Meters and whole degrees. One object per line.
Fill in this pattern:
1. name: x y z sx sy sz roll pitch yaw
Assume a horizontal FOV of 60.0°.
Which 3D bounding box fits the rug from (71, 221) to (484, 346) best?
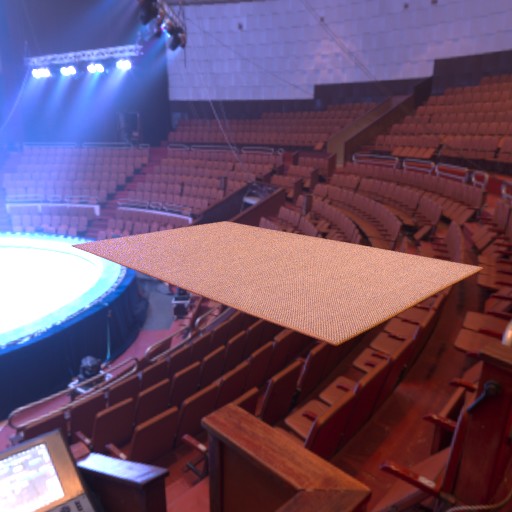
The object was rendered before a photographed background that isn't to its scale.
1. rug: 0.000 0.000 2.095 1.078 0.013 1.678 -13 19 -43
